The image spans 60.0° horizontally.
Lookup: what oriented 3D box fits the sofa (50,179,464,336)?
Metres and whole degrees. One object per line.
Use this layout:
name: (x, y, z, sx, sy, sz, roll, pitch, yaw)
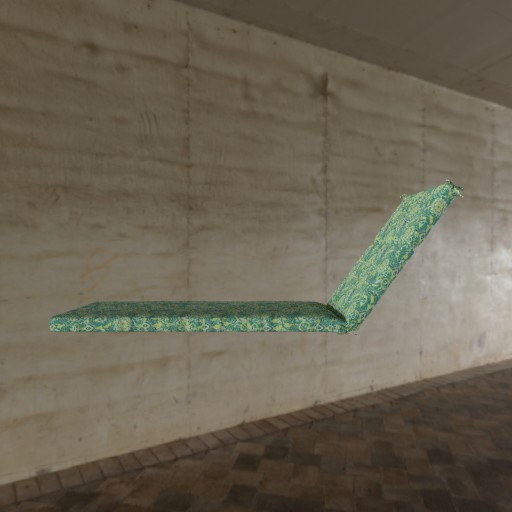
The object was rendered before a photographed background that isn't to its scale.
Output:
sofa: (0.000, 0.000, 2.017, 1.663, 0.622, 0.582, 0, 1, 0)
